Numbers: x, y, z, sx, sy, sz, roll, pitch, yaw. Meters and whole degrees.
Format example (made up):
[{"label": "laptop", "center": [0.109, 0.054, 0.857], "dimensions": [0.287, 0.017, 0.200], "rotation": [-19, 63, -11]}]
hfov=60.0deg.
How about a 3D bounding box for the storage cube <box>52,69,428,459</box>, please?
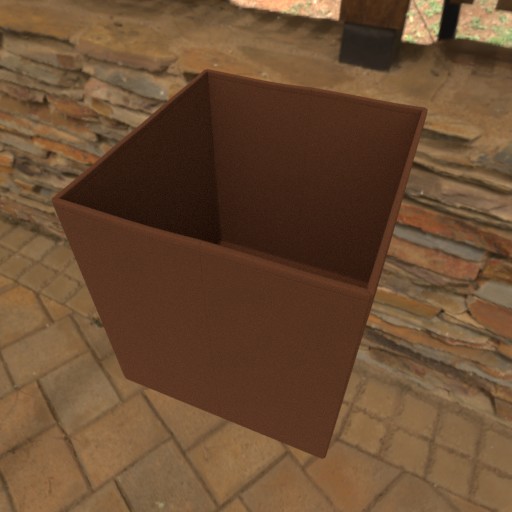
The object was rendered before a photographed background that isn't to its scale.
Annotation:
[{"label": "storage cube", "center": [0.000, 0.000, 0.496], "dimensions": [0.270, 0.280, 0.270], "rotation": [16, 48, 16]}]
